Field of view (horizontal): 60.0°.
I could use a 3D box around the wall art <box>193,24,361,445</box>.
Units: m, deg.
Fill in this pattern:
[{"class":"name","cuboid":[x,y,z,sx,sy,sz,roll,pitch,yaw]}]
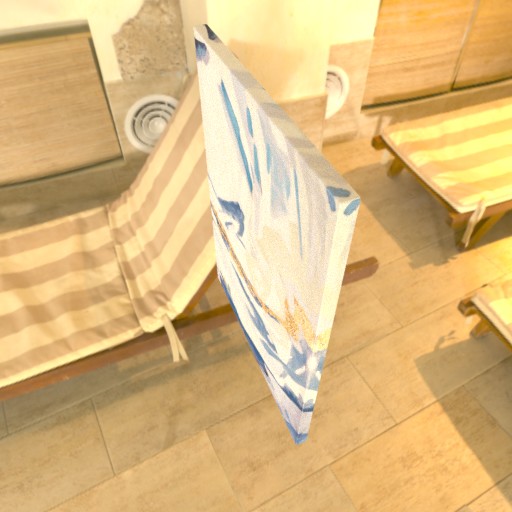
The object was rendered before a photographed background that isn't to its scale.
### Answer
[{"class":"wall art","cuboid":[0.000,0.000,1.288,0.038,1.015,0.761,-17,50,-15]}]
